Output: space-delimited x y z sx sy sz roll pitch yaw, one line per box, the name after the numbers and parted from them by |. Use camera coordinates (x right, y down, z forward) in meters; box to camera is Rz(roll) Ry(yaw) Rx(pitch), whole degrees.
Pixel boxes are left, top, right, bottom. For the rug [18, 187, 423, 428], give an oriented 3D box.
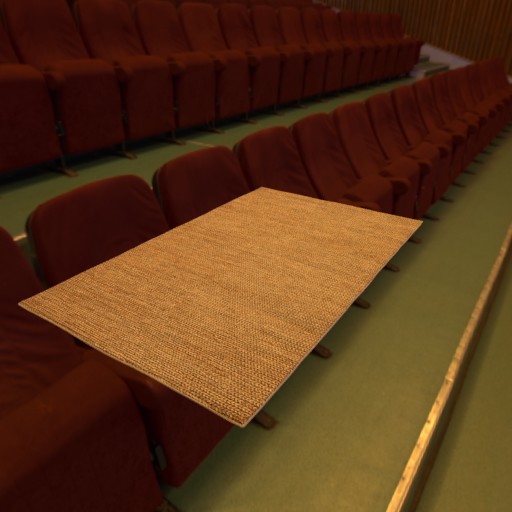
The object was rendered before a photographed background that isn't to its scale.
0.000 0.000 2.954 1.521 0.034 2.438 17 32 30 | rug
